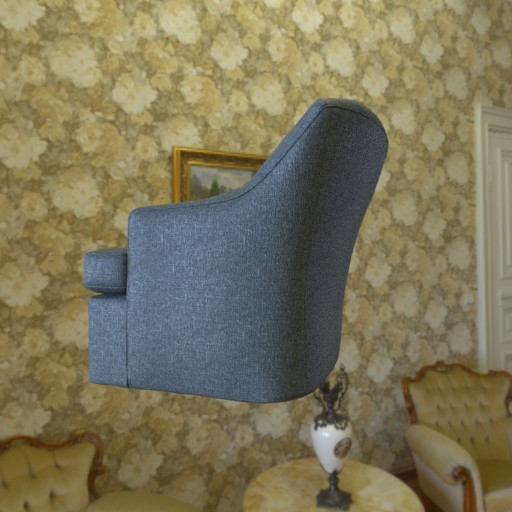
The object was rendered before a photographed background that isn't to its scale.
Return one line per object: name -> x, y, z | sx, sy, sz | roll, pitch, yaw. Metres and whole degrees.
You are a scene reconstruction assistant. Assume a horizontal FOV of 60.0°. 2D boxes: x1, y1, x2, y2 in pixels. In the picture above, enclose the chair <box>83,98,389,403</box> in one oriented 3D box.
chair -> 0.000, 0.000, 1.603 | 0.923, 0.856, 0.864 | 0, -1, 18
